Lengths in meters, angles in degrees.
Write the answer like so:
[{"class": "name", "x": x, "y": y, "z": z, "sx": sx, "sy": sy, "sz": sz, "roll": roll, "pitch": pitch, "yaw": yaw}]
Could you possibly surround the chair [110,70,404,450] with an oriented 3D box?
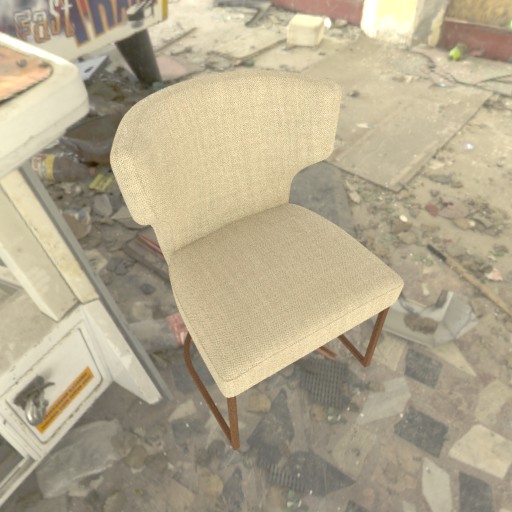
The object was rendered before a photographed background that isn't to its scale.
[{"class": "chair", "x": 0.000, "y": 0.000, "z": 1.250, "sx": 0.611, "sy": 0.824, "sz": 0.617, "roll": -25, "pitch": 51, "yaw": -22}]
